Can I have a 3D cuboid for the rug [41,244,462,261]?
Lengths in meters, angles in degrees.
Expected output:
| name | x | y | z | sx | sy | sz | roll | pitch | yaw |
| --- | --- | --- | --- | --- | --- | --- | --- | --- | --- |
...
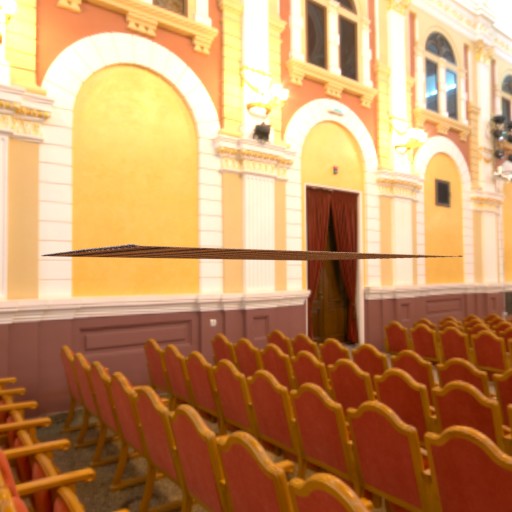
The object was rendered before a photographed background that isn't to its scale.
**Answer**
| name | x | y | z | sx | sy | sz | roll | pitch | yaw |
| --- | --- | --- | --- | --- | --- | --- | --- | --- | --- |
| rug | 0.000 | 0.000 | 2.892 | 2.315 | 0.010 | 1.544 | 1 | -2 | -36 |
